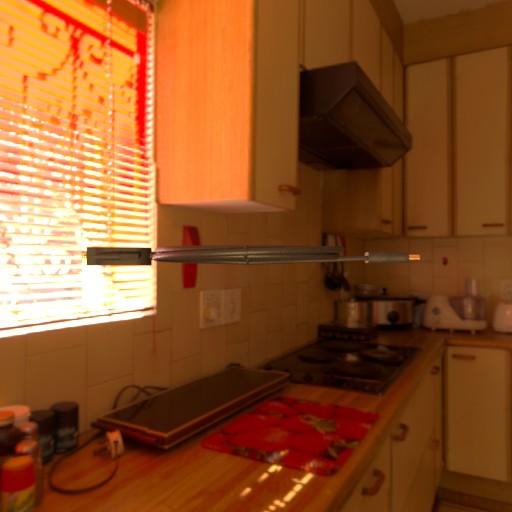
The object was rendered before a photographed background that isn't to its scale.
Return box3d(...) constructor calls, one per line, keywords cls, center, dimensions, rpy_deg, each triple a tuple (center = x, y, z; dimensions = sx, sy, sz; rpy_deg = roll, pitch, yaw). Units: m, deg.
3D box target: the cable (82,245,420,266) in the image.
box3d(cls="cable", center=(0.000, 0.000, 0.327), dimensions=(0.281, 0.015, 0.136), rpy_deg=(0, -1, -1))
